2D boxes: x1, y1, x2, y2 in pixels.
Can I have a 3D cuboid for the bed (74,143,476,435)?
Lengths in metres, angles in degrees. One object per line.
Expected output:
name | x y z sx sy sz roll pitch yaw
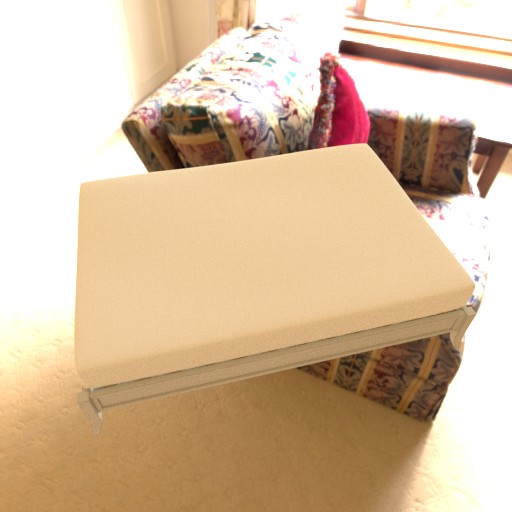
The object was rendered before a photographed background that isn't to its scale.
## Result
bed | 0.000 0.000 2.600 1.985 0.510 1.460 -10 47 -10
